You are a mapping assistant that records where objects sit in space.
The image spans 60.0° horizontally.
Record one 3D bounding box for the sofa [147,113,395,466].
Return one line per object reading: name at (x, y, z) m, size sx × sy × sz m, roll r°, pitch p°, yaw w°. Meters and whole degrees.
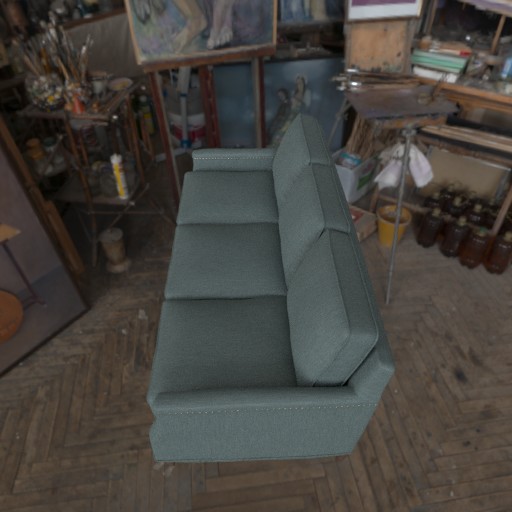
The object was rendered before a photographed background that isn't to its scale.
sofa at (0.000, 0.000, 2.788) m, size 1.084 × 1.003 × 2.246 m, roll -1°, pitch 42°, yaw -1°
